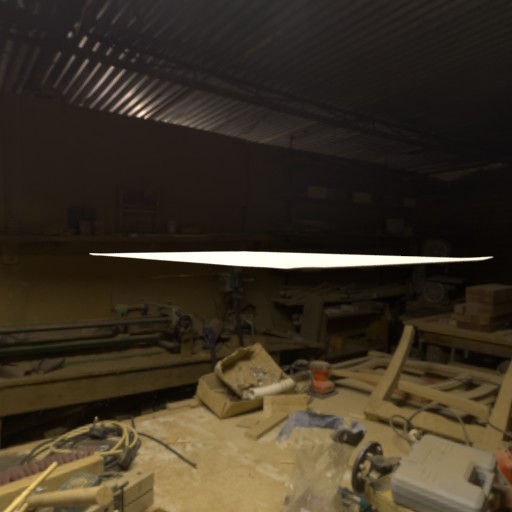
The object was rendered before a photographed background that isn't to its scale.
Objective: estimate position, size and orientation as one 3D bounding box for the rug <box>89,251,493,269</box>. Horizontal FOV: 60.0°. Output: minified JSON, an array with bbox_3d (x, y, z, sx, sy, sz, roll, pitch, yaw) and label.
[{"bbox_3d":[0.000,0.000,3.001,1.518,0.023,2.434,-1,2,-36],"label":"rug"}]
